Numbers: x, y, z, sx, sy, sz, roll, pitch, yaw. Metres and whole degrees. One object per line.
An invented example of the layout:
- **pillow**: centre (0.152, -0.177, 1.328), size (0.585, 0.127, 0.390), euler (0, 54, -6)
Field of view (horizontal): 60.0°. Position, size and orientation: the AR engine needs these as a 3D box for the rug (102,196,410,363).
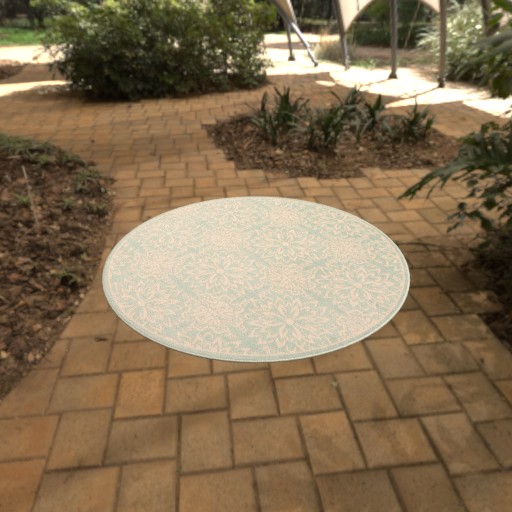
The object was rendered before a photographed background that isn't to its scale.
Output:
- **rug**: centre (0.000, 0.000, 2.392), size (1.593, 0.012, 1.593), euler (0, 31, 0)
